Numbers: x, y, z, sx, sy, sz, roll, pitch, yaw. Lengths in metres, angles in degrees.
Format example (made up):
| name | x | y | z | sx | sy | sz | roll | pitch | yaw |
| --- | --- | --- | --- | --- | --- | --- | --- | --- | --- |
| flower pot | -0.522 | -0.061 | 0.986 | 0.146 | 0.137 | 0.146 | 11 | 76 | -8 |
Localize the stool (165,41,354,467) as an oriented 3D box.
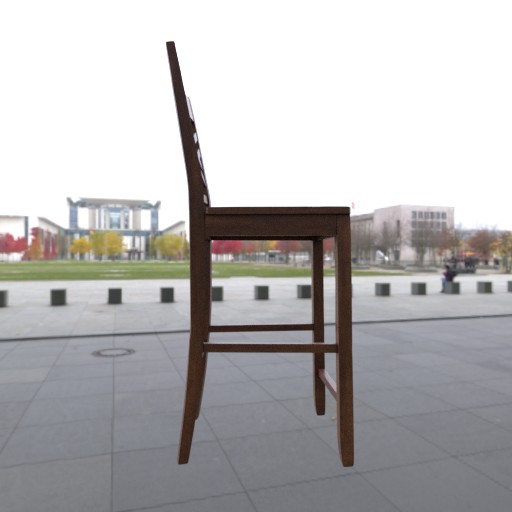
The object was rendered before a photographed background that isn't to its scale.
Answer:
| name | x | y | z | sx | sy | sz | roll | pitch | yaw |
| --- | --- | --- | --- | --- | --- | --- | --- | --- | --- |
| stool | 0.000 | 0.000 | 1.347 | 0.504 | 1.098 | 0.426 | 0 | 0 | -3 |
